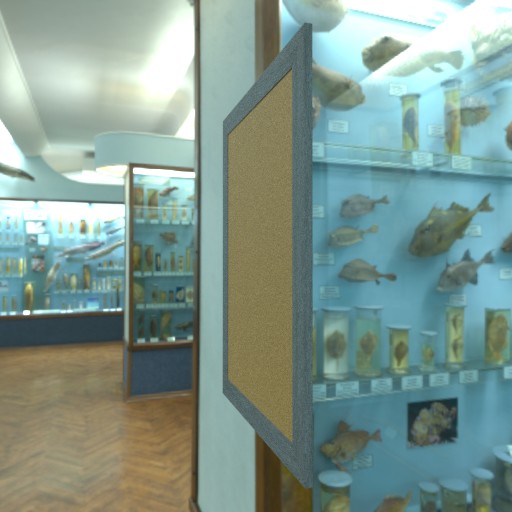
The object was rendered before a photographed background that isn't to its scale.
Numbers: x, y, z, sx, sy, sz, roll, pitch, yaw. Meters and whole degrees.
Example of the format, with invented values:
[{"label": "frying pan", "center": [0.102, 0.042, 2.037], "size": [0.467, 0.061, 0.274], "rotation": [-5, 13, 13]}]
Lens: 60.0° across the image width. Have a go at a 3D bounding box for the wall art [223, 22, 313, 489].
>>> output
[{"label": "wall art", "center": [0.000, 0.000, 1.384], "size": [0.020, 1.070, 0.768], "rotation": [0, -1, -18]}]
